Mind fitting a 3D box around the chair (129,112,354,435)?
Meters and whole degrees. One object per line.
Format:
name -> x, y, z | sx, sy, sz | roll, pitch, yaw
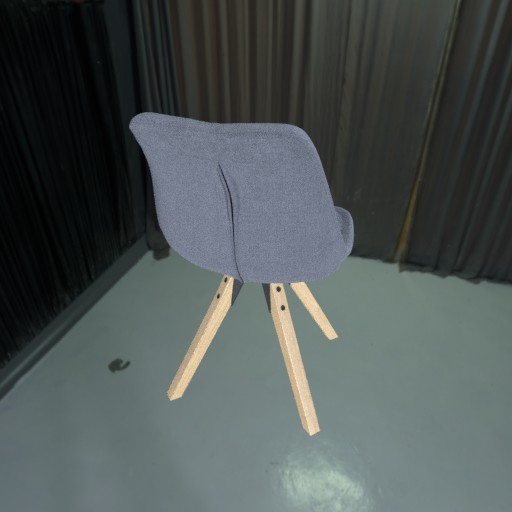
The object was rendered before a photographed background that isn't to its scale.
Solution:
chair -> 0.000, 0.000, 1.169 | 0.485, 0.850, 0.550 | 9, 34, 14
